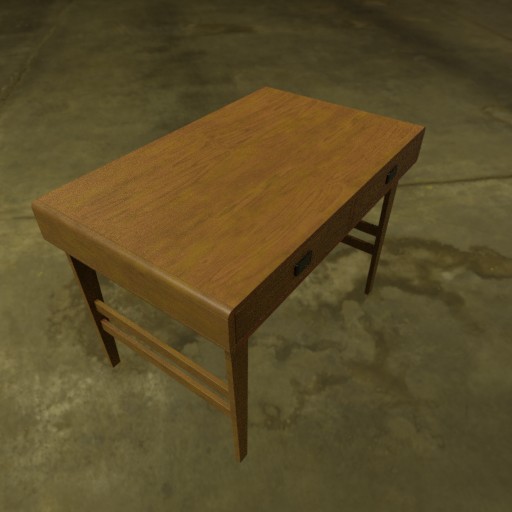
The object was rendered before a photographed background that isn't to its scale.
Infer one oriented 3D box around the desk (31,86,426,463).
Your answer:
[{"bbox_3d":[0.000,0.000,1.559,0.660,0.754,1.066,25,46,27],"label":"desk"}]
